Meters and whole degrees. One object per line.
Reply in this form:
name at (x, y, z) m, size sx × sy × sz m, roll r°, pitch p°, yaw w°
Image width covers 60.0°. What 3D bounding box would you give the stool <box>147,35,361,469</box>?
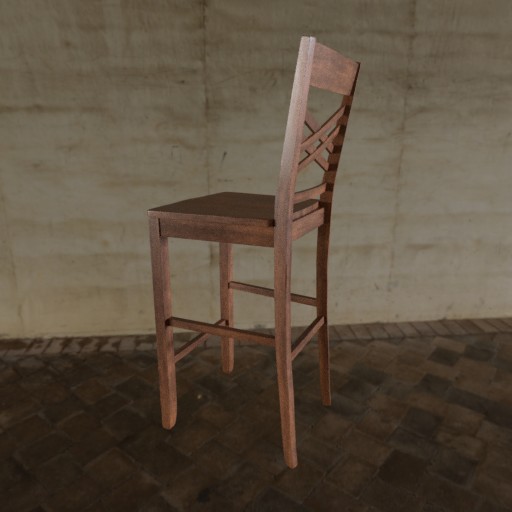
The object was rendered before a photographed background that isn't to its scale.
stool at (0.000, 0.000, 1.336) m, size 0.487 × 1.105 × 0.433 m, roll 8°, pitch 17°, yaw 25°
